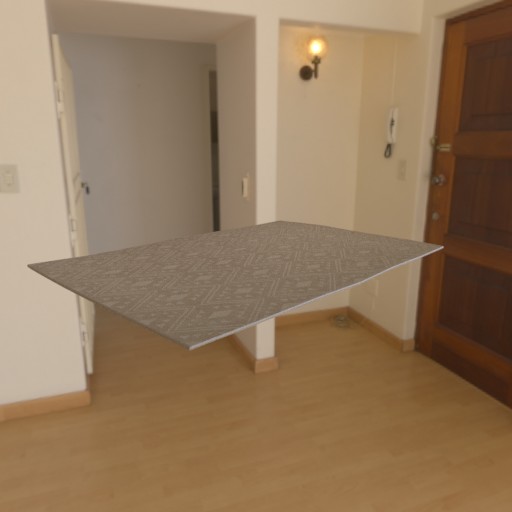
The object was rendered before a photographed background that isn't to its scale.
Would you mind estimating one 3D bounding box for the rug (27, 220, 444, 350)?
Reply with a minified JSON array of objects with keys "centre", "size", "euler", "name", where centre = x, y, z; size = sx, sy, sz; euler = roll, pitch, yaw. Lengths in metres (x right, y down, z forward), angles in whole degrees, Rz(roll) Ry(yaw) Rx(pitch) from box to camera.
[{"centre":[0.000,0.000,2.316],"size":[1.252,0.034,1.829],"euler":[13,20,42],"name":"rug"}]
